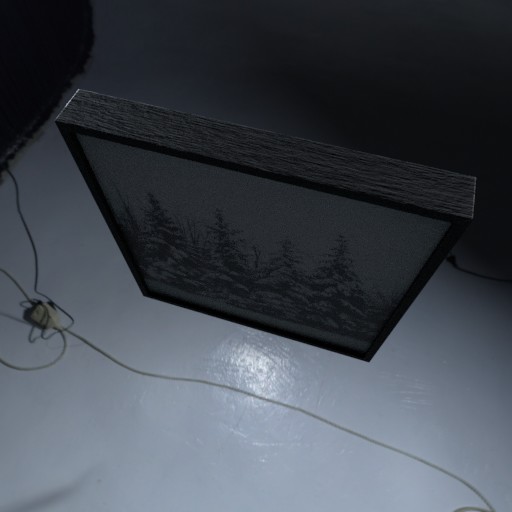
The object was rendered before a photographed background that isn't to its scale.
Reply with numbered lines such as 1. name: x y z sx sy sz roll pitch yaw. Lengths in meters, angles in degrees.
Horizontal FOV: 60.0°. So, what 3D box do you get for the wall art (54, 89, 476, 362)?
1. wall art: 0.000 0.000 0.449 0.305 0.305 0.037 15 61 9
